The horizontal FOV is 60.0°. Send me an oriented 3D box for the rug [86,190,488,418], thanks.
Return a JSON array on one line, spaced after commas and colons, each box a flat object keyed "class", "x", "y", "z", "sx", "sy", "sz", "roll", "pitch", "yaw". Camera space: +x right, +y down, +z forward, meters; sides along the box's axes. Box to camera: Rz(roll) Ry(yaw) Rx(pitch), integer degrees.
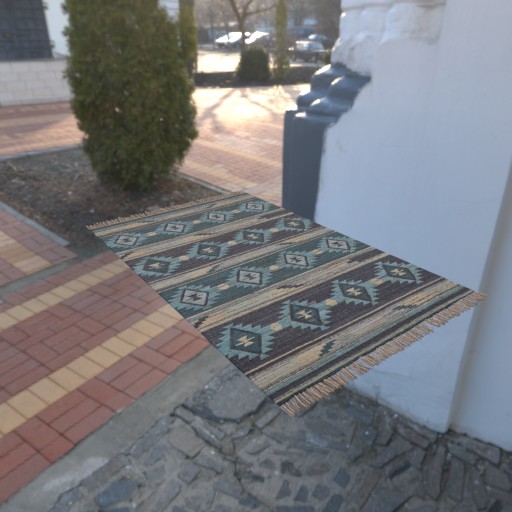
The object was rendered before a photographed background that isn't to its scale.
[{"class": "rug", "x": 0.000, "y": 0.000, "z": 2.366, "sx": 1.181, "sy": 0.028, "sz": 1.936, "roll": -18, "pitch": 32, "yaw": -33}]
